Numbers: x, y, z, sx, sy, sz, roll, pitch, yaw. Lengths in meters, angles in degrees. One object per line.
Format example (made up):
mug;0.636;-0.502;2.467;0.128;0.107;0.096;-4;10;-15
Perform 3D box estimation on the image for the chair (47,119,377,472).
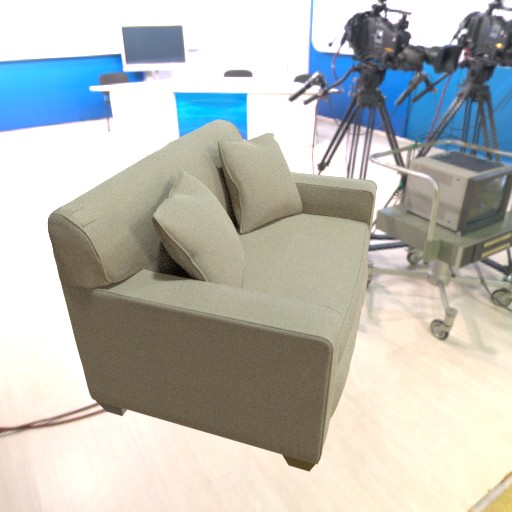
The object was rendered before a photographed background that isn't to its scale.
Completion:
chair;0.000;0.000;2.037;1.000;0.948;1.383;9;31;16
